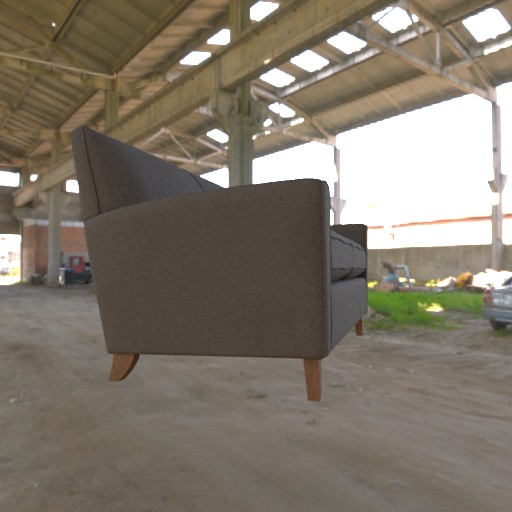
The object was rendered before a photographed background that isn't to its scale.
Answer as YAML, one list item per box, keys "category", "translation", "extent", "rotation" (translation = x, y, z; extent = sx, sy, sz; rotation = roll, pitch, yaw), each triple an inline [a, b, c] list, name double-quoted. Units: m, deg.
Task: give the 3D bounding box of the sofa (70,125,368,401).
- category: "sofa"
  translation: [0.000, 0.000, 1.974]
  extent: [0.871, 0.846, 1.420]
  rotation: [-1, -2, 19]
